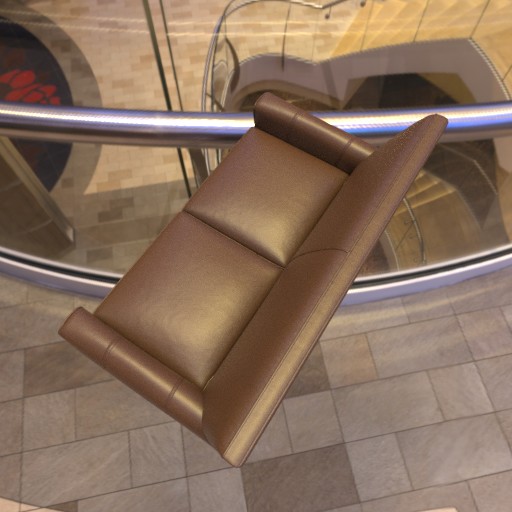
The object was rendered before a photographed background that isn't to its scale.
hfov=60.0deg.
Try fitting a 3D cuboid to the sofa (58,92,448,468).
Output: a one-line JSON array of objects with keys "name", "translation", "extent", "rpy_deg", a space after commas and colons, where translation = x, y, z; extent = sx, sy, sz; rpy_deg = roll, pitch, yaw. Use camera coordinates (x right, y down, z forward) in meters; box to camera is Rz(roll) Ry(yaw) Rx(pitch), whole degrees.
[{"name": "sofa", "translation": [0.000, 0.000, 1.933], "extent": [0.853, 0.859, 1.468], "rpy_deg": [30, 67, 14]}]
